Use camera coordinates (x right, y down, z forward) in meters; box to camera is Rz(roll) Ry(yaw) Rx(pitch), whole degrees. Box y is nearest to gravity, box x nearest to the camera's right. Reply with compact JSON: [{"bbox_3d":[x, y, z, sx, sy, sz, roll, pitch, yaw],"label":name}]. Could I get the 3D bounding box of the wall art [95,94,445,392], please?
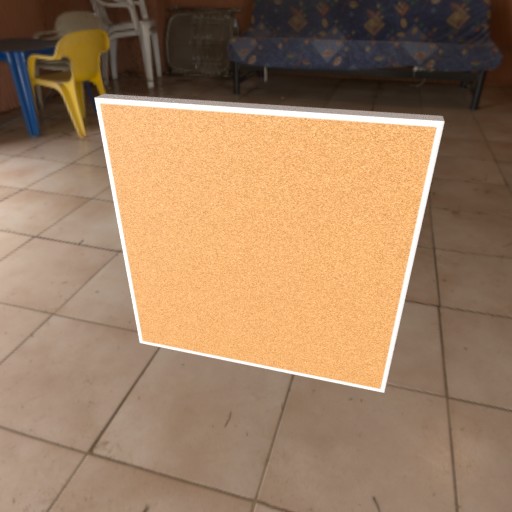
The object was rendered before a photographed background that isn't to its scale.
[{"bbox_3d":[0.000,0.000,1.162,0.768,0.765,0.041,8,33,13],"label":"wall art"}]
